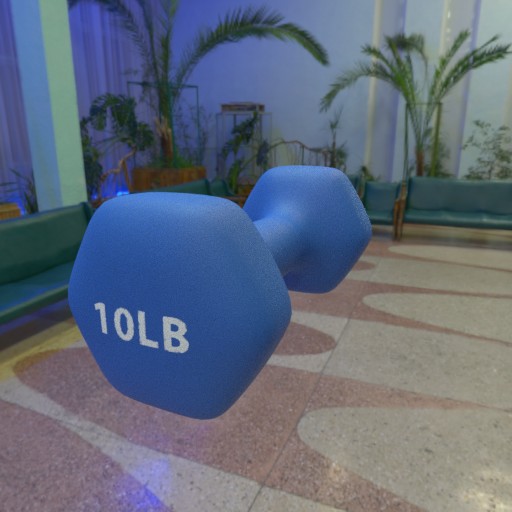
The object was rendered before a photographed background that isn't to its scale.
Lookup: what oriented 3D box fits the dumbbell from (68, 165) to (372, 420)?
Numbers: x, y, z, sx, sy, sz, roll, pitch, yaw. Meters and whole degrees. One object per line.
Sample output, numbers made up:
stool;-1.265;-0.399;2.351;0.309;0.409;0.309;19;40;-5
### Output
dumbbell;0.000;0.000;0.262;0.103;0.093;0.212;8;18;25
